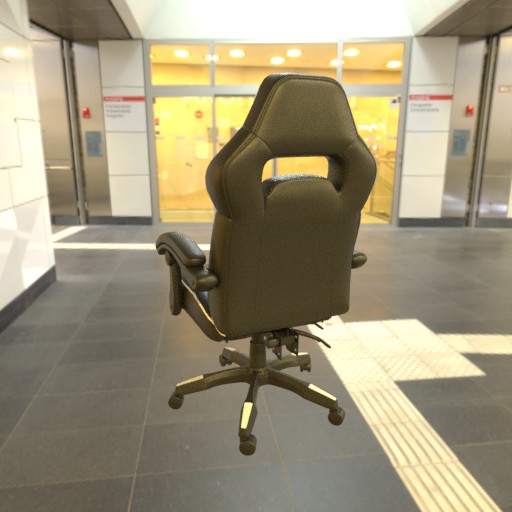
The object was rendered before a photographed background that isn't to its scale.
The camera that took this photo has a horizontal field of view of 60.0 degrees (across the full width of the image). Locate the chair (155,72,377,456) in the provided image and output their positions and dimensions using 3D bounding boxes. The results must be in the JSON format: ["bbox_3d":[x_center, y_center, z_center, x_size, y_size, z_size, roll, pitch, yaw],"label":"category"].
[{"bbox_3d":[0.000,0.000,1.661,0.676,1.200,0.700,-7,16,-26],"label":"chair"}]
